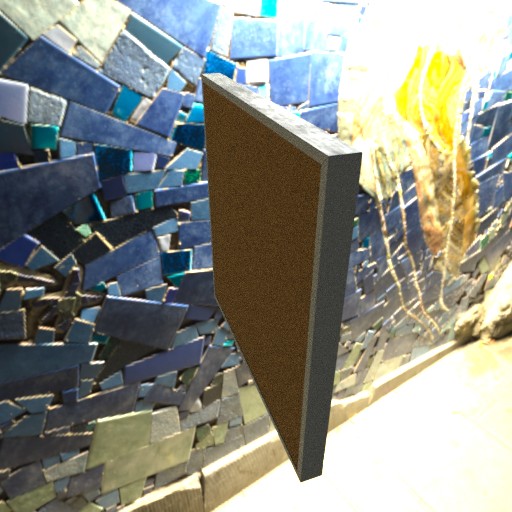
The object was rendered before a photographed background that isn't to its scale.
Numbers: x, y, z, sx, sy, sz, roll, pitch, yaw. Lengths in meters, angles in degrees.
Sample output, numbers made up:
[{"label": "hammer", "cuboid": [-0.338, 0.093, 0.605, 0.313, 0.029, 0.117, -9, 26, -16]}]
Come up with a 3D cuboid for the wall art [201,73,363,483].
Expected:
[{"label": "wall art", "cuboid": [0.000, 0.000, 0.752, 0.037, 0.508, 0.508, -10, 32, -17]}]
